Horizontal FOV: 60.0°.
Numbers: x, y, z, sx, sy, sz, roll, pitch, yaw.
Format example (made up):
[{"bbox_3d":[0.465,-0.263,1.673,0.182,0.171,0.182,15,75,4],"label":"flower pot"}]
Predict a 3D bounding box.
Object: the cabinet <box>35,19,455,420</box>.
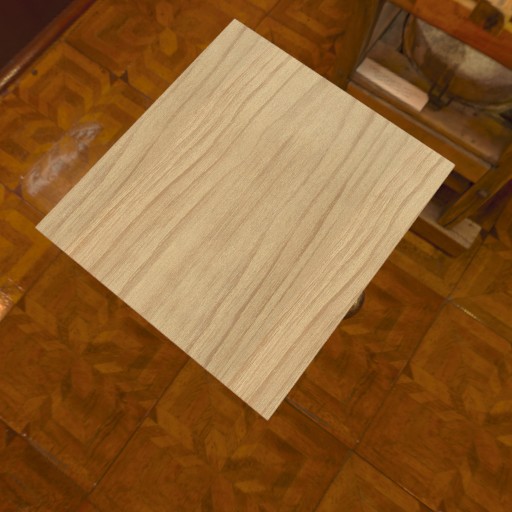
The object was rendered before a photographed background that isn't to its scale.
[{"bbox_3d":[0.000,0.000,0.858,0.401,0.579,0.409,37,79,9],"label":"cabinet"}]
